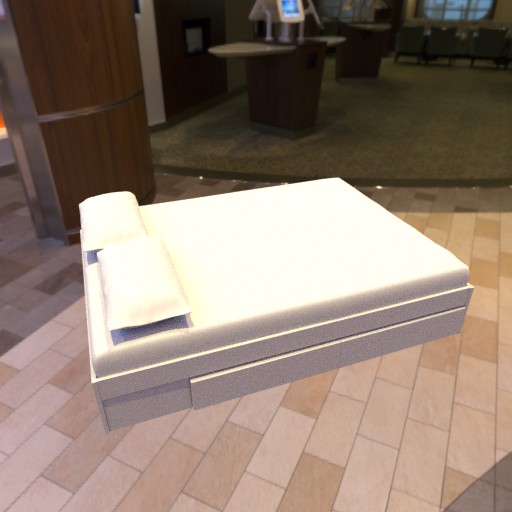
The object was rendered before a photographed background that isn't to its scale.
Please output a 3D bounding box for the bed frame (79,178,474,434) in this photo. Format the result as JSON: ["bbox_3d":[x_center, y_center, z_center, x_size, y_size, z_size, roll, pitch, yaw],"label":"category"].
[{"bbox_3d":[0.000,0.000,2.657,1.950,0.629,1.450,-11,33,-17],"label":"bed frame"}]
